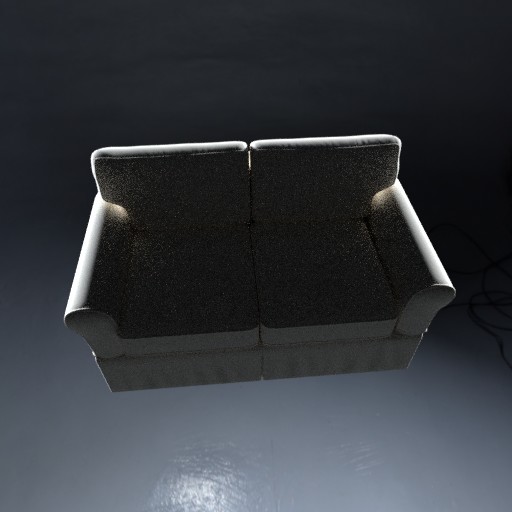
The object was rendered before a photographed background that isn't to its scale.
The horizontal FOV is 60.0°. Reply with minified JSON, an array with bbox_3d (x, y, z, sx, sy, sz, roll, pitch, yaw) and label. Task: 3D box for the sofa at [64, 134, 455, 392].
[{"bbox_3d":[0.000,0.000,2.349,1.727,0.940,0.991,-4,46,-3],"label":"sofa"}]
